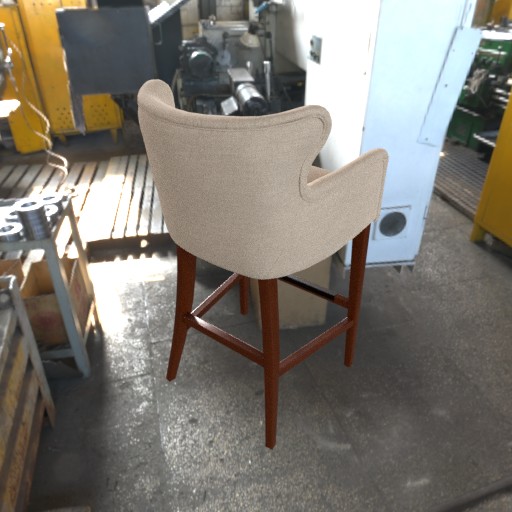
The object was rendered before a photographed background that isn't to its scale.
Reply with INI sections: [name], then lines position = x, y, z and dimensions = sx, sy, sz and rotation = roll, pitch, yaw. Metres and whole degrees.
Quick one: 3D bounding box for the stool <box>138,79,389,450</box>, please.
[stool]
position = 0.000, 0.000, 1.393
dimensions = 0.556, 1.034, 0.563
rotation = 22, 38, 31
